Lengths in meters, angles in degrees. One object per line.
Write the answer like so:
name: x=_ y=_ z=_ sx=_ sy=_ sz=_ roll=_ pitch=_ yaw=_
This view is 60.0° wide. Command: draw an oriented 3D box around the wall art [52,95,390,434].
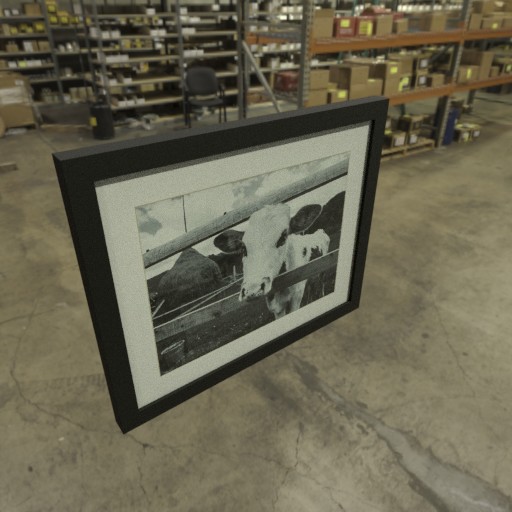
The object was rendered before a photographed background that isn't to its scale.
wall art: x=0.000 y=0.000 z=0.545 sx=0.404 sy=0.329 sz=0.024 roll=-21 pitch=36 yaw=-31
